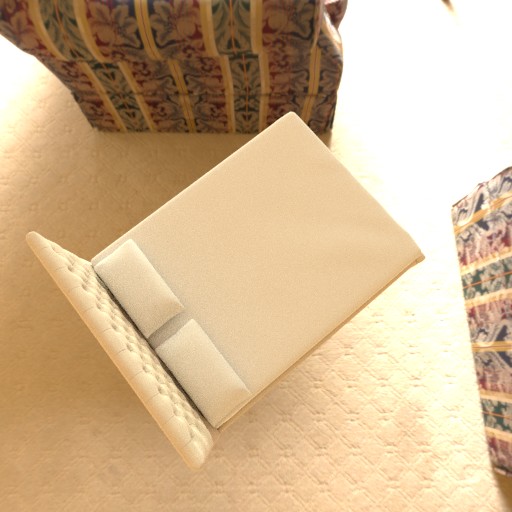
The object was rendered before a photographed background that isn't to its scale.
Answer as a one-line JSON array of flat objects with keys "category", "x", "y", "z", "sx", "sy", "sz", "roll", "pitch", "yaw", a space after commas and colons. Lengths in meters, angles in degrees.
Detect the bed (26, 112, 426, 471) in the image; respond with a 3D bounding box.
[{"category": "bed", "x": 0.000, "y": 0.000, "z": 3.325, "sx": 2.233, "sy": 1.426, "sz": 1.696, "roll": -38, "pitch": 80, "yaw": -8}]
